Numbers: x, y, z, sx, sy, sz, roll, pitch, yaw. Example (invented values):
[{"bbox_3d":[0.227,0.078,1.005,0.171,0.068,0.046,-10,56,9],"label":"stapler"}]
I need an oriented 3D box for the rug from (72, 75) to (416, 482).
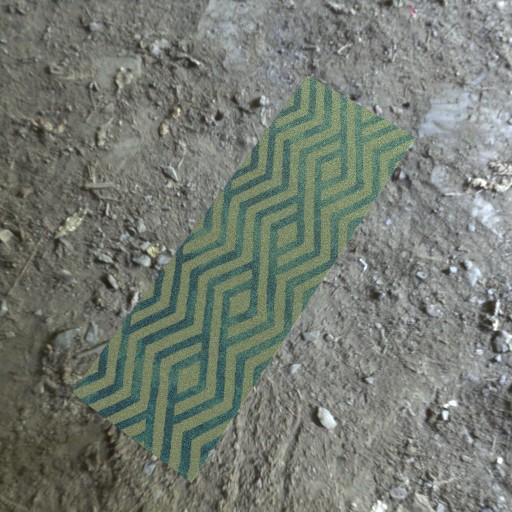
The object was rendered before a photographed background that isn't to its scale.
[{"bbox_3d":[0.000,0.000,1.618,0.503,0.007,1.492,33,78,8],"label":"rug"}]
